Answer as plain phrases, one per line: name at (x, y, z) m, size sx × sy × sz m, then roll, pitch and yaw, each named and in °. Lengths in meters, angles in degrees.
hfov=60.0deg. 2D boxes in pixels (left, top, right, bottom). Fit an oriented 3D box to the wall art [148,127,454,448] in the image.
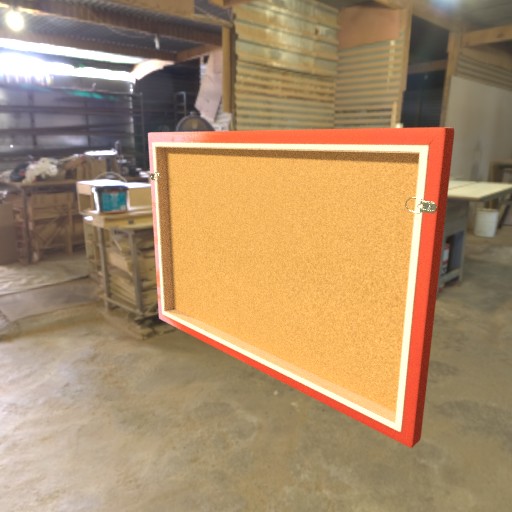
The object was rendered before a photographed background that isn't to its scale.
wall art at (0.000, 0.000, 1.120) m, size 0.040 × 0.609 × 0.913 m, roll -14°, pitch 20°, yaw -42°
